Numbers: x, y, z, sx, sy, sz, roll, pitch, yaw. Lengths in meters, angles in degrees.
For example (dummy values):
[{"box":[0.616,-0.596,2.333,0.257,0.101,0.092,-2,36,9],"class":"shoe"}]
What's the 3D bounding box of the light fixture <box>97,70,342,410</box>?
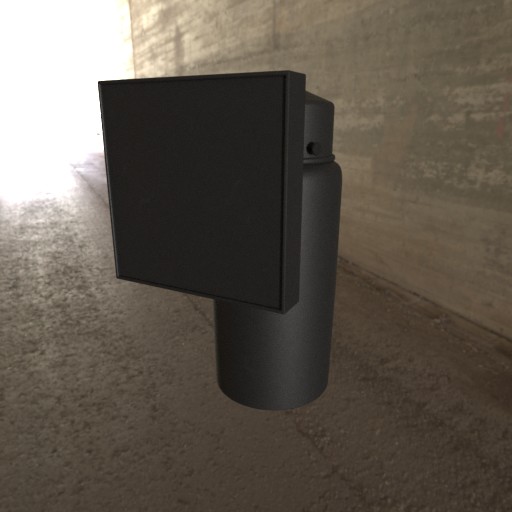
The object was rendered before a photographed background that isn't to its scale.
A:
[{"box":[0.000,0.000,0.356,0.130,0.257,0.176,9,19,27],"class":"light fixture"}]
